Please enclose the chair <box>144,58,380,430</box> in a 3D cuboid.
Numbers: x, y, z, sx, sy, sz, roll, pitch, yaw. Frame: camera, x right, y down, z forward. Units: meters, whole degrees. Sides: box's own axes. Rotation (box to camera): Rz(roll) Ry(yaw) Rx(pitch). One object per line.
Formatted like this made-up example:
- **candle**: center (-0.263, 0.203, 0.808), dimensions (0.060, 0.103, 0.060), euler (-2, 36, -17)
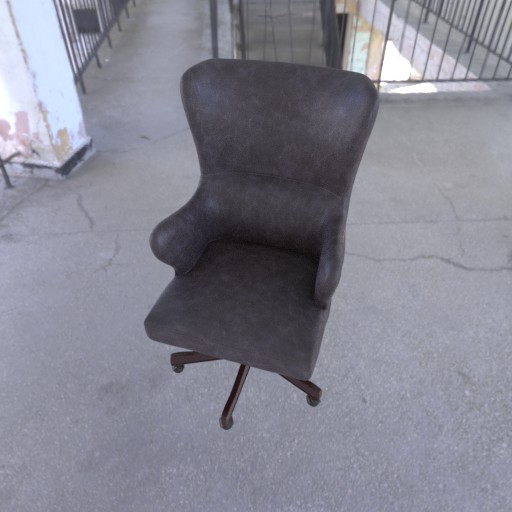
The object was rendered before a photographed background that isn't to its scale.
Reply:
- **chair**: center (0.000, 0.000, 1.458), dimensions (0.594, 1.037, 0.717), euler (12, 42, 13)
